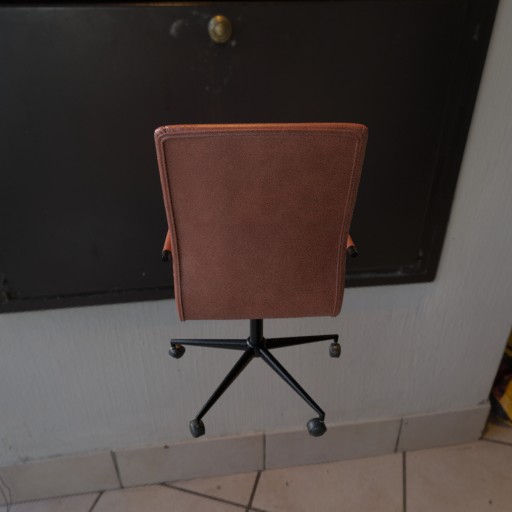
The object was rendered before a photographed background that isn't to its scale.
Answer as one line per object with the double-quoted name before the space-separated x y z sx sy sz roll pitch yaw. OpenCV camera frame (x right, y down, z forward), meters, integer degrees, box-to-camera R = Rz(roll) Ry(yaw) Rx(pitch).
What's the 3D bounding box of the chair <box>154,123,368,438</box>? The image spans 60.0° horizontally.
"chair" 0.000 0.000 1.285 0.600 0.878 0.578 -1 29 -2
